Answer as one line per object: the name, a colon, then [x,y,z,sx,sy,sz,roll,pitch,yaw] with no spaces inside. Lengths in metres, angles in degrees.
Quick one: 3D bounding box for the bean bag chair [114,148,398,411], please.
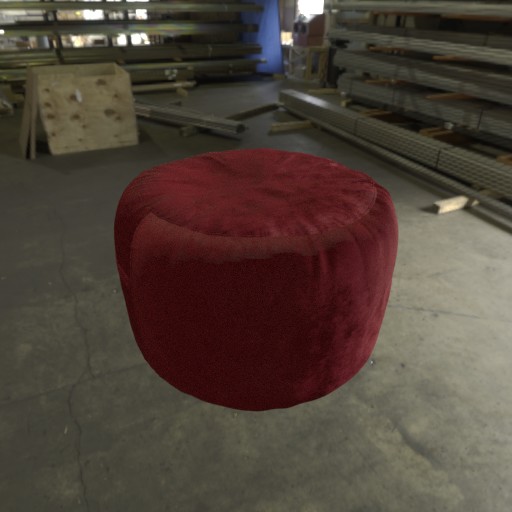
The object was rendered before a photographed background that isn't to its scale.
bean bag chair: [0.000,0.000,2.037,1.219,0.762,1.219,0,30,0]
